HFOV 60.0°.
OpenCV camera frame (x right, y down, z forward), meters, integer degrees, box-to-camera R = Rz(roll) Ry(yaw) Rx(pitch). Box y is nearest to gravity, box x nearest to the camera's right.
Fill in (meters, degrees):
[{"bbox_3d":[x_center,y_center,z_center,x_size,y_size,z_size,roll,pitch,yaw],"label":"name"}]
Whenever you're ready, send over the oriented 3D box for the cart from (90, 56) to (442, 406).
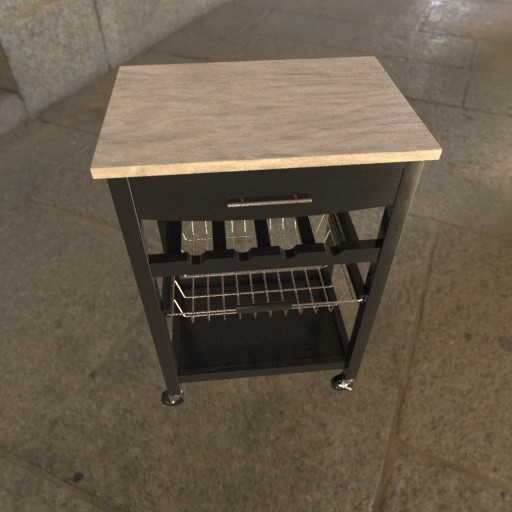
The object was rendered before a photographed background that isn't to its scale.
[{"bbox_3d":[0.000,0.000,1.151,0.584,0.839,0.403,-4,45,-4],"label":"cart"}]
